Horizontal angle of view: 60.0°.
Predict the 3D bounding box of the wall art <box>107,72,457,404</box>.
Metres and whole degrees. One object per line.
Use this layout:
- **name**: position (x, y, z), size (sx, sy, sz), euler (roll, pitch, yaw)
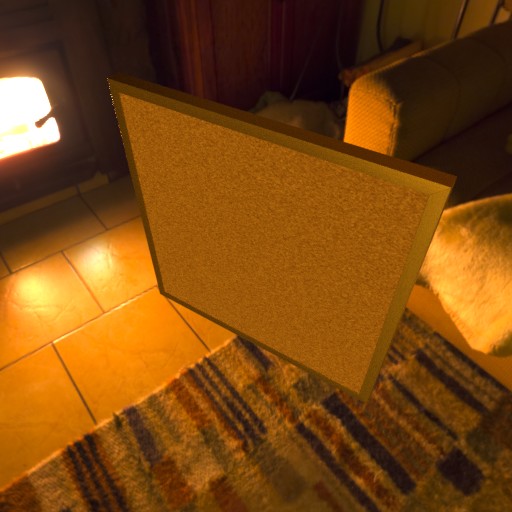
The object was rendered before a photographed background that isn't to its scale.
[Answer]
- **wall art**: position (0.000, 0.000, 1.143), size (0.767, 0.765, 0.036), euler (24, 50, 22)
